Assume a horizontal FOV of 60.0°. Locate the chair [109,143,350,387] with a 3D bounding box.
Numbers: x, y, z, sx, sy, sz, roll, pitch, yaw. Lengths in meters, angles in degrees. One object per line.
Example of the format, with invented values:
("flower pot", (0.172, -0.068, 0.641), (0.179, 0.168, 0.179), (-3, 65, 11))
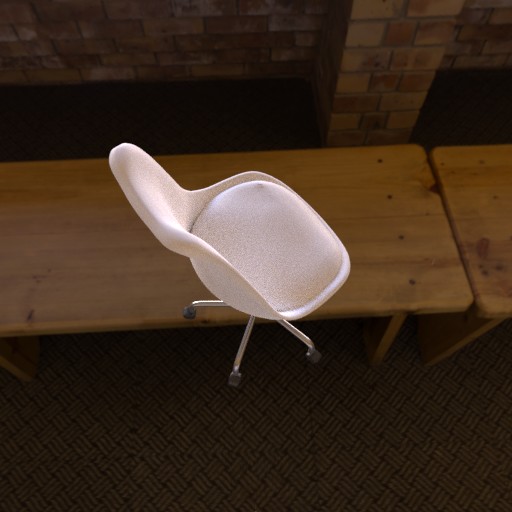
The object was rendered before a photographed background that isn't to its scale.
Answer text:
("chair", (0.000, 0.000, 1.283), (0.550, 0.930, 0.550), (-31, 65, -17))
